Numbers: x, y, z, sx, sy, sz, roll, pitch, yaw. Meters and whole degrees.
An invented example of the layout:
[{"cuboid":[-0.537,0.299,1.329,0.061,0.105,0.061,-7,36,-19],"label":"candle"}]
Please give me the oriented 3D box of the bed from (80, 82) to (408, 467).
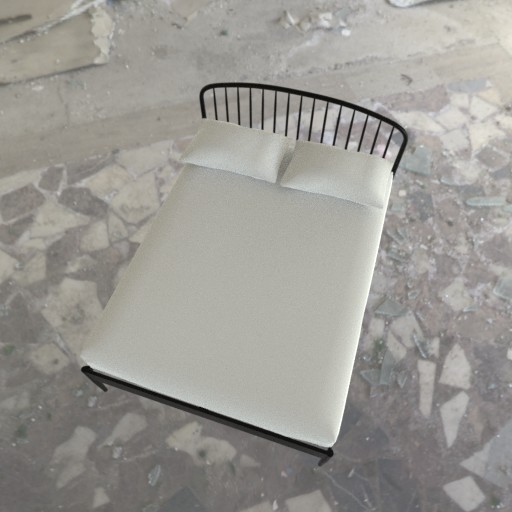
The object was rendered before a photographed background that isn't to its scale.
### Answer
[{"cuboid":[0.000,0.000,3.083,1.618,1.166,2.159,15,59,9],"label":"bed"}]
